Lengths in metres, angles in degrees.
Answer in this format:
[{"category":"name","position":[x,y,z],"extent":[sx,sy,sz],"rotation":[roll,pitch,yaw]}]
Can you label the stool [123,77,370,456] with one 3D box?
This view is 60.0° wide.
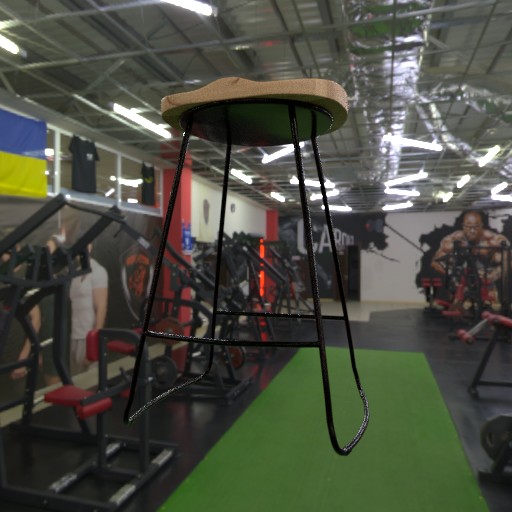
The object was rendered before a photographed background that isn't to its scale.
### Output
[{"category":"stool","position":[0.000,0.000,0.971],"extent":[0.480,0.679,0.401],"rotation":[0,0,18]}]
